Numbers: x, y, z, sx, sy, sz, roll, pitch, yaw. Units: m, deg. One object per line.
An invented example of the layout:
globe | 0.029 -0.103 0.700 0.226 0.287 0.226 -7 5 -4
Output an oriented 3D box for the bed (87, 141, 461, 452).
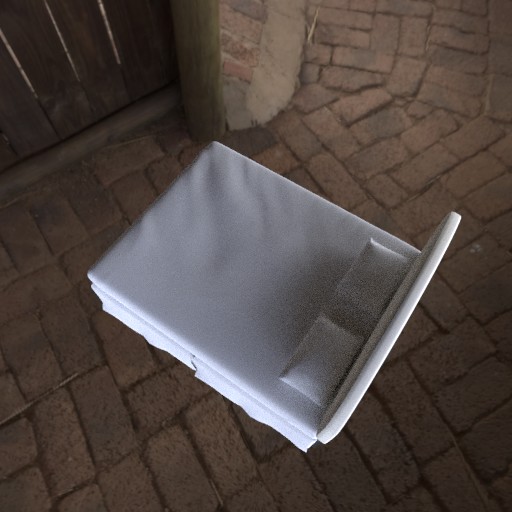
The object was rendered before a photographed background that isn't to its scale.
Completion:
bed | 0.000 0.000 3.044 2.005 1.410 1.607 31 66 16
